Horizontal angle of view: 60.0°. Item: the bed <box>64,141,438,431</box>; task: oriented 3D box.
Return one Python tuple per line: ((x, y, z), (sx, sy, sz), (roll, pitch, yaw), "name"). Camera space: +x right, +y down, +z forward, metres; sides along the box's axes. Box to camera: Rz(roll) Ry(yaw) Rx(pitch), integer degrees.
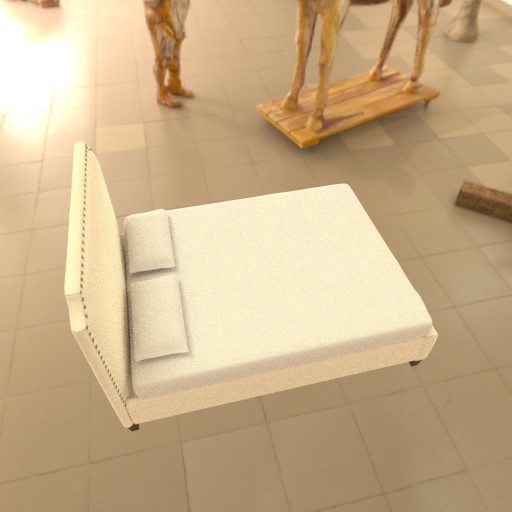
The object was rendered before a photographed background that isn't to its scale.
((0.000, 0.000, 3.412), (2.372, 1.497, 1.712), (-10, 48, -9), "bed")
